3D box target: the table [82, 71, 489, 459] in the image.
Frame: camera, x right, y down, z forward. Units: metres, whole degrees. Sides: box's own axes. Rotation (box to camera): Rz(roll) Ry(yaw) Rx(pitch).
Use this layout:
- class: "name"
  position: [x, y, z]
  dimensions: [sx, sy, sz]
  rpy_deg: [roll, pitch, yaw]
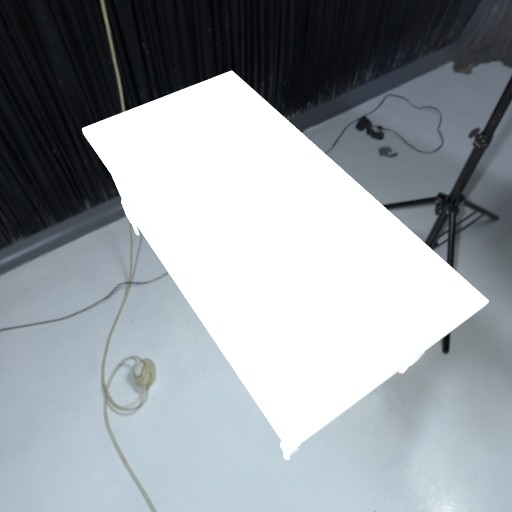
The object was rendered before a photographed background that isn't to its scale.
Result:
- class: "table"
  position: [0.000, 0.000, 1.402]
  dimensions: [0.550, 0.510, 1.107]
  rpy_deg: [-29, 60, -19]
